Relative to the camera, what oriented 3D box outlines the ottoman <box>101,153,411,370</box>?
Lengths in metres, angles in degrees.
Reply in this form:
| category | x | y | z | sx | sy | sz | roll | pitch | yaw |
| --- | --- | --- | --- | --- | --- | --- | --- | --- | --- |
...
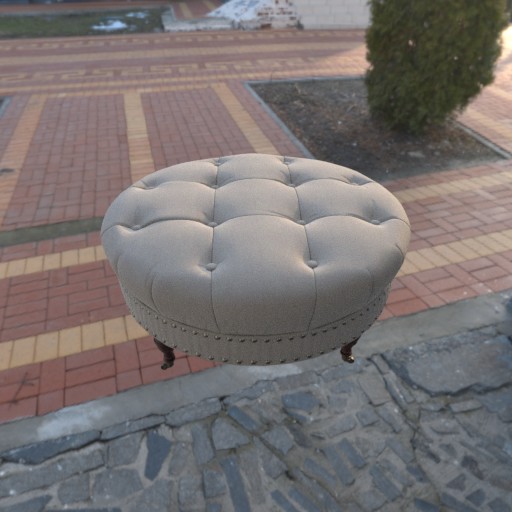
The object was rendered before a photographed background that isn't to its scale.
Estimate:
| category | x | y | z | sx | sy | sz | roll | pitch | yaw |
| --- | --- | --- | --- | --- | --- | --- | --- | --- | --- |
| ottoman | 0.000 | 0.000 | 1.421 | 0.901 | 0.439 | 0.901 | 0 | 34 | 0 |
